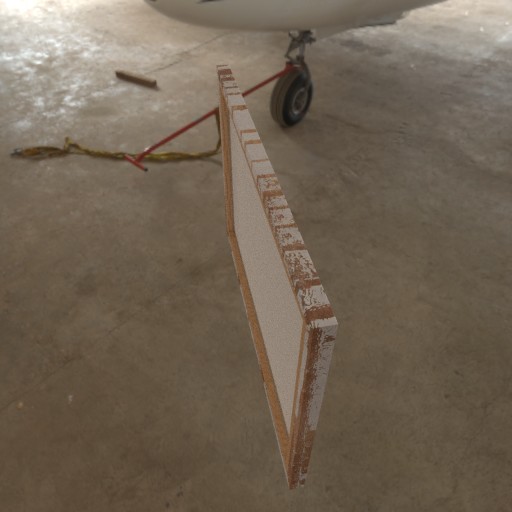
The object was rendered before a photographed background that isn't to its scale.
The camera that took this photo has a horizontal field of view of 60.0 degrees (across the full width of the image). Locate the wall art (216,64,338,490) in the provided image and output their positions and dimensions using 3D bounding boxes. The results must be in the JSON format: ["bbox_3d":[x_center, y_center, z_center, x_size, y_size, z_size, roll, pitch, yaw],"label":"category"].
[{"bbox_3d":[0.000,0.000,1.120,0.035,0.609,0.914,-8,45,-8],"label":"wall art"}]
